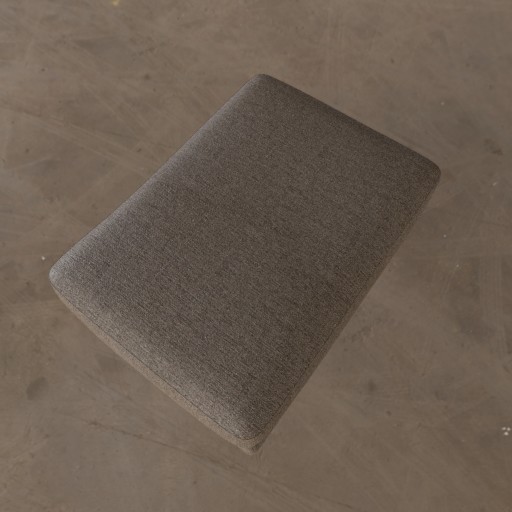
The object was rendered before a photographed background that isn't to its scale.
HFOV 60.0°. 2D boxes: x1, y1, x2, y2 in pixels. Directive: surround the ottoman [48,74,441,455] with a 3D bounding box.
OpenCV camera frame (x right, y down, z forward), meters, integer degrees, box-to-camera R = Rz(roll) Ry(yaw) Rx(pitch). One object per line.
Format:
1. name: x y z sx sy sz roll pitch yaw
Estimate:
1. ottoman: 0.000 0.000 1.271 0.637 0.478 0.885 34 68 16
